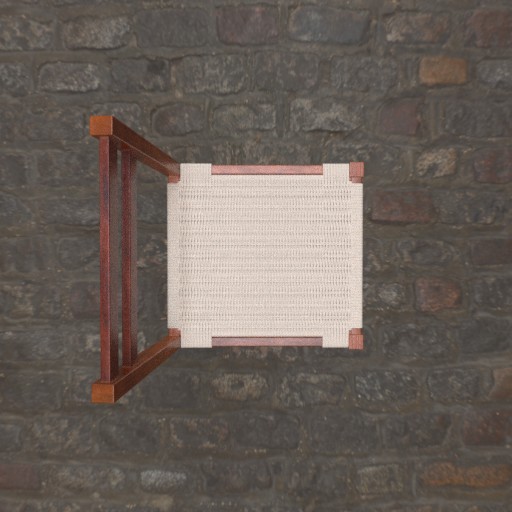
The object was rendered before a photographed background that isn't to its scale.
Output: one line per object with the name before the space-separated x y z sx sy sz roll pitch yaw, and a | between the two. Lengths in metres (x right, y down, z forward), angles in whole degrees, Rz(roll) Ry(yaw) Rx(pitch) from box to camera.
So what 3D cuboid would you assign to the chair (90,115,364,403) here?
chair | 0.000 0.000 1.179 0.569 0.851 0.495 0 91 0
